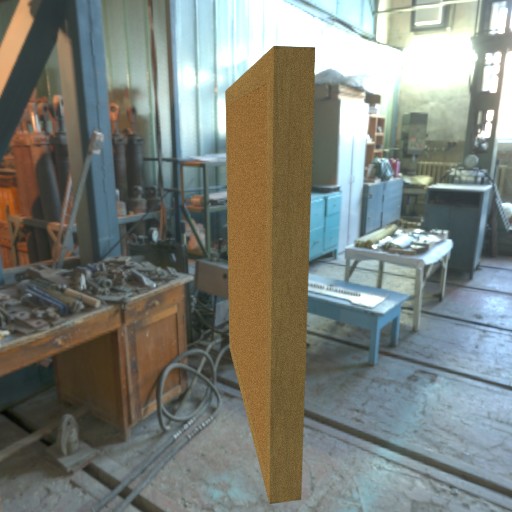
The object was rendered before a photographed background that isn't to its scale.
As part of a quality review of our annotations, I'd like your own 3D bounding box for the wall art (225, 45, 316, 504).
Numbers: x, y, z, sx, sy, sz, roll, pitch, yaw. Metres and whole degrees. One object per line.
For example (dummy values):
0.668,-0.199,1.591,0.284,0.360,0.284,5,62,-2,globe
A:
0.000,0.000,0.501,0.030,0.380,0.312,-3,15,-10,wall art
